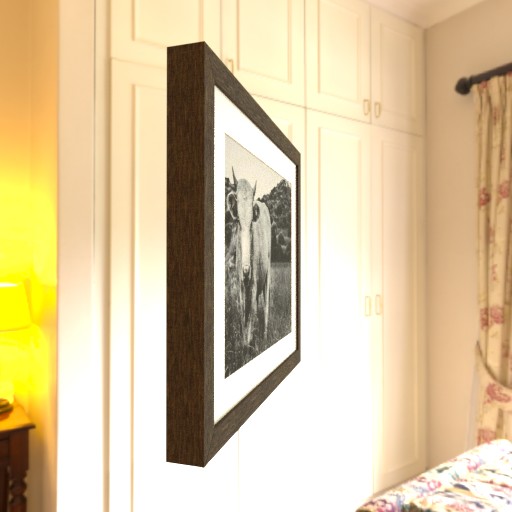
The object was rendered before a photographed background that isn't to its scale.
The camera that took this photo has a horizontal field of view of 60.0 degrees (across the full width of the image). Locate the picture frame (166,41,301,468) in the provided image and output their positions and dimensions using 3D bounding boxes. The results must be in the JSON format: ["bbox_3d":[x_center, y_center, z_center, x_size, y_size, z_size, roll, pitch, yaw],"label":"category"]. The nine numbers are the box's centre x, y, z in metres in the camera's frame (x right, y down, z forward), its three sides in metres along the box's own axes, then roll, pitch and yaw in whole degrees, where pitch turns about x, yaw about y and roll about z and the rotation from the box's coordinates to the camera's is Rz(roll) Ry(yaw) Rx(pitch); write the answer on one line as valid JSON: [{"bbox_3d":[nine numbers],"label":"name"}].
[{"bbox_3d":[0.000,0.000,0.528,0.033,0.330,0.378,0,-1,17],"label":"picture frame"}]
